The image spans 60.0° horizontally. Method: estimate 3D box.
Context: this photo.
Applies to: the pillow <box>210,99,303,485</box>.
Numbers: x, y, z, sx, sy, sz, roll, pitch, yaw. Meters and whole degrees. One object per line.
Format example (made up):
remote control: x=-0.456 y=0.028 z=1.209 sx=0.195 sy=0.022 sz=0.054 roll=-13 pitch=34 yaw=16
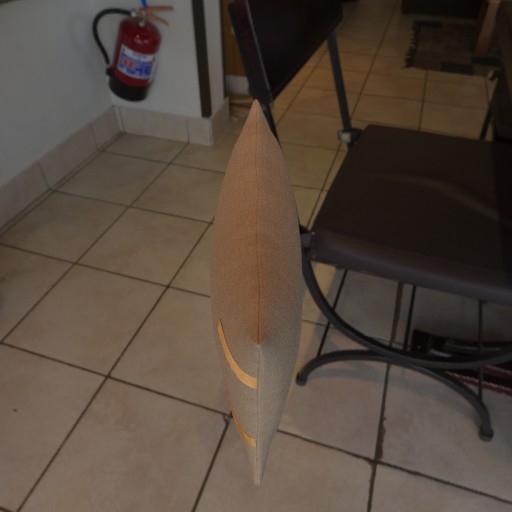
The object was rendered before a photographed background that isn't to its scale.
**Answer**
pillow: x=0.000 y=0.000 z=0.739 sx=0.148 sy=0.308 sz=0.612 roll=0 pitch=41 yaw=0
